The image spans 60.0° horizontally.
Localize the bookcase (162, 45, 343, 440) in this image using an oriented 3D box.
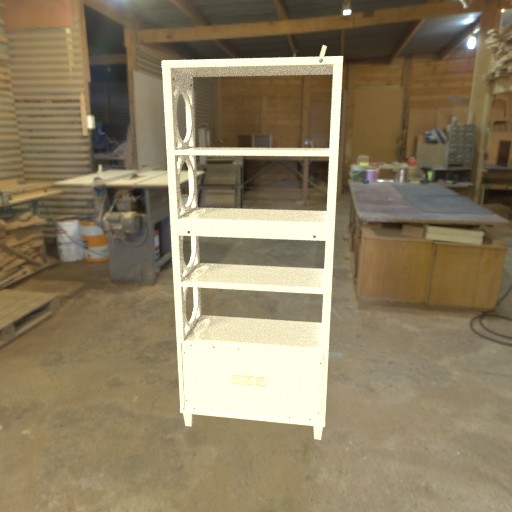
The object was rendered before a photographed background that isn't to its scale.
[{"bbox_3d":[0.000,0.000,2.232,0.761,1.869,0.361,2,16,9],"label":"bookcase"}]
